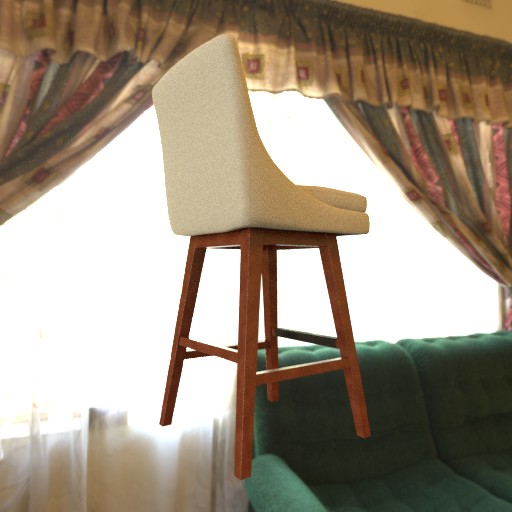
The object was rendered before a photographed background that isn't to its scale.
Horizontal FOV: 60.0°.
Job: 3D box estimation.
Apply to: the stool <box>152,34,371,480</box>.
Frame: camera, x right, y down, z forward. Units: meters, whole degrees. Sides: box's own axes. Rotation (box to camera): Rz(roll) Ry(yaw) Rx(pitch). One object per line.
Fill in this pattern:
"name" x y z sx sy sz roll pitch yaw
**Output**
"stool" 0.000 0.000 1.390 0.559 1.092 0.470 1 -2 -36
